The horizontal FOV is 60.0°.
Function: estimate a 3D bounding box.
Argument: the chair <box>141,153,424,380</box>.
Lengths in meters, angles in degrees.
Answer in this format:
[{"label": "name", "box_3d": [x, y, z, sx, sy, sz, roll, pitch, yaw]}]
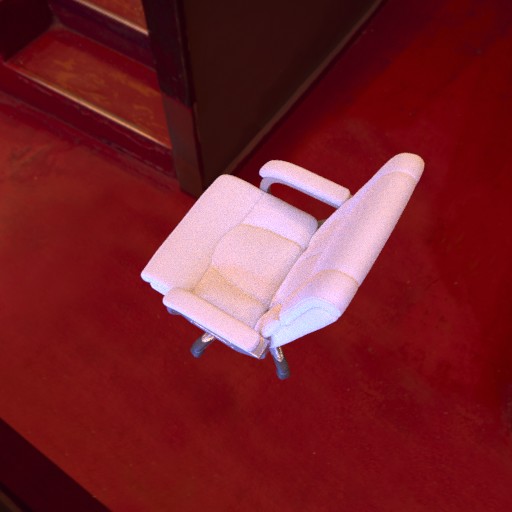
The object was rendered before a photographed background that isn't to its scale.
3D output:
[{"label": "chair", "box_3d": [0.000, 0.000, 1.583, 0.738, 1.120, 0.687, 29, 68, 13]}]
